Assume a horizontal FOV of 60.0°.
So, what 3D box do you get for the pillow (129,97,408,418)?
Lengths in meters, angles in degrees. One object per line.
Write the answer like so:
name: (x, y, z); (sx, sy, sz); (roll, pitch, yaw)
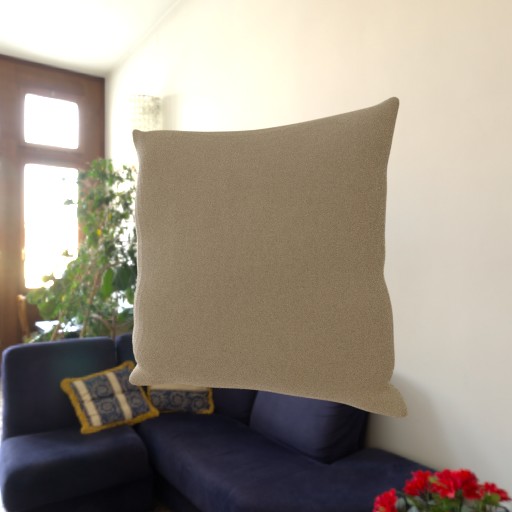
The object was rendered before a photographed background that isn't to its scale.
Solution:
pillow: (0.000, 0.000, 0.679); (0.440, 0.441, 0.182); (0, 0, 18)
